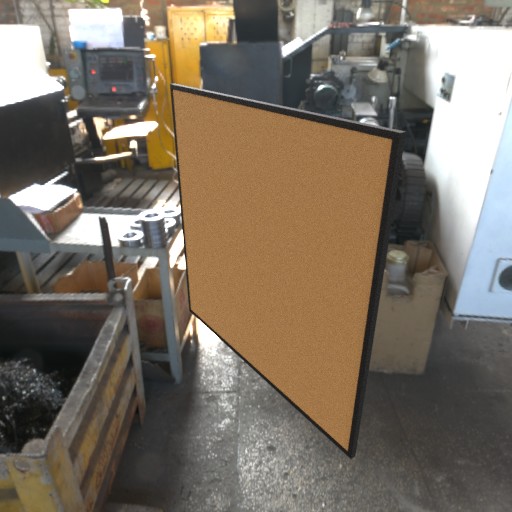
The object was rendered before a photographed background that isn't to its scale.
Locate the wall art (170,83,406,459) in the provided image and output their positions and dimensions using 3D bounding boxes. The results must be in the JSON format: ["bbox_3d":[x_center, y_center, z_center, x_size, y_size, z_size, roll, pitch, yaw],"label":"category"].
[{"bbox_3d":[0.000,0.000,0.994,0.015,0.663,0.664,-20,34,-32],"label":"wall art"}]
